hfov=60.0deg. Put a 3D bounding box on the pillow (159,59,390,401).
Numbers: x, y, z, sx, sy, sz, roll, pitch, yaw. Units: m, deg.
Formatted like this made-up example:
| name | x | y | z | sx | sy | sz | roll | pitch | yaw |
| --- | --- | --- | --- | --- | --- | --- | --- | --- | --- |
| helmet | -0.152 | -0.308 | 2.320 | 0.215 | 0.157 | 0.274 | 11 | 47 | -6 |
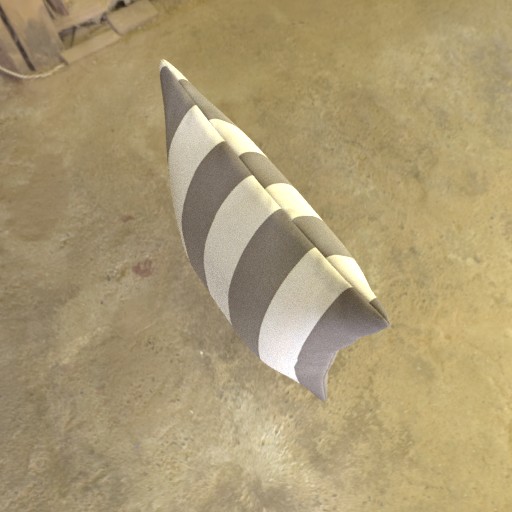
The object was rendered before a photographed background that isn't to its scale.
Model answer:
| name | x | y | z | sx | sy | sz | roll | pitch | yaw |
| --- | --- | --- | --- | --- | --- | --- | --- | --- | --- |
| pillow | 0.000 | 0.000 | 0.806 | 0.192 | 0.507 | 0.522 | -31 | 67 | -15 |
